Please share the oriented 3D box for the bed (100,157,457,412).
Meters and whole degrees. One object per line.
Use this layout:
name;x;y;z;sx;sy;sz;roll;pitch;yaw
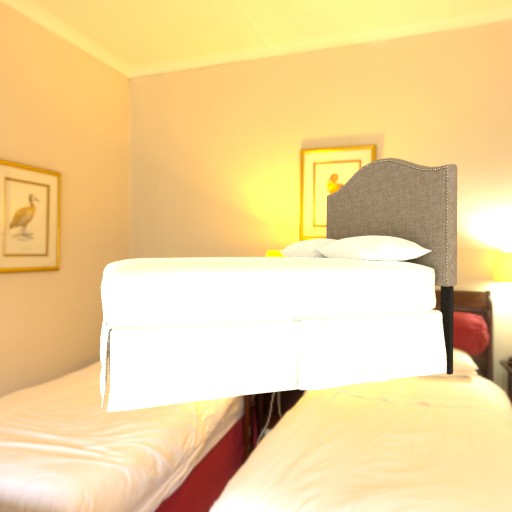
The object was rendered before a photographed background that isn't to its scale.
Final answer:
bed;0.000;0.000;3.228;2.153;1.518;1.713;0;1;-19
